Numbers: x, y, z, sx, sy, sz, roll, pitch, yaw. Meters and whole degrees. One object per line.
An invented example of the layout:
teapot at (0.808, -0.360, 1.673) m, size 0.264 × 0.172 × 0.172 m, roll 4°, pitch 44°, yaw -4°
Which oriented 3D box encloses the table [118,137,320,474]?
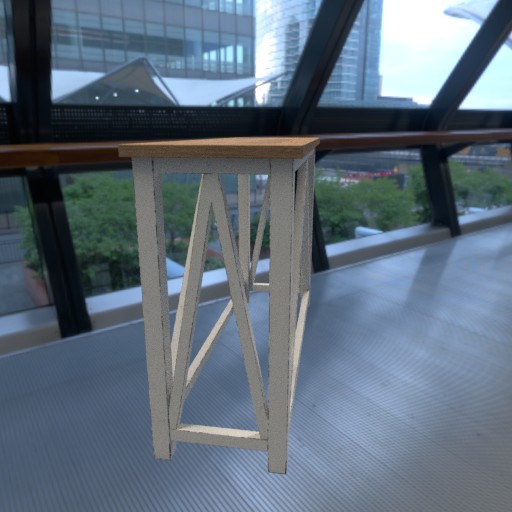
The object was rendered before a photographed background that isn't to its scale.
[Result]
table at (0.000, 0.000, 1.835) m, size 0.450 × 0.930 × 1.400 m, roll 3°, pitch 16°, yaw 9°
